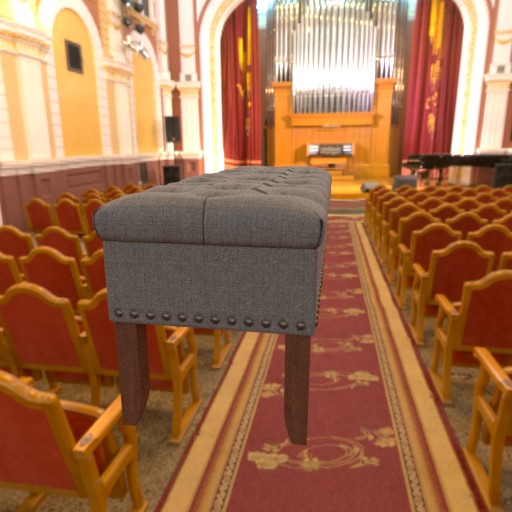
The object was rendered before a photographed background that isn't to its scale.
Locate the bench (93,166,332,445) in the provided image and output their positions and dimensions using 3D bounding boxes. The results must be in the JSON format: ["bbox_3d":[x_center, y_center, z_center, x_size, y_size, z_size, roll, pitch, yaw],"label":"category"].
[{"bbox_3d":[0.000,0.000,1.298,0.417,0.470,1.052,3,15,10],"label":"bench"}]
